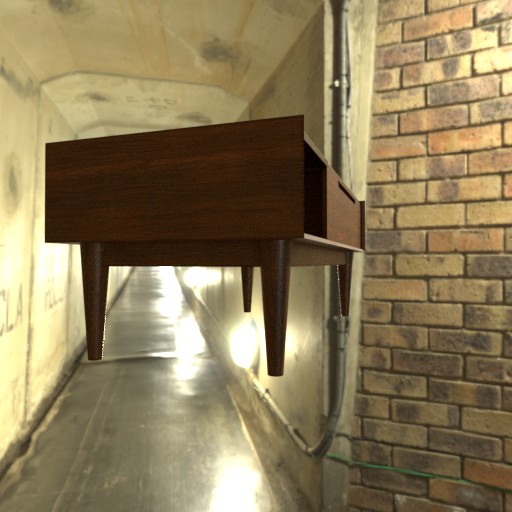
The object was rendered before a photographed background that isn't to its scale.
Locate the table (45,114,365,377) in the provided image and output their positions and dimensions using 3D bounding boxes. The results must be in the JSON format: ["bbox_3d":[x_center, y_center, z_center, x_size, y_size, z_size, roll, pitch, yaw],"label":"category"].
[{"bbox_3d":[0.000,0.000,1.498,0.610,0.508,1.221,0,-1,19],"label":"table"}]
